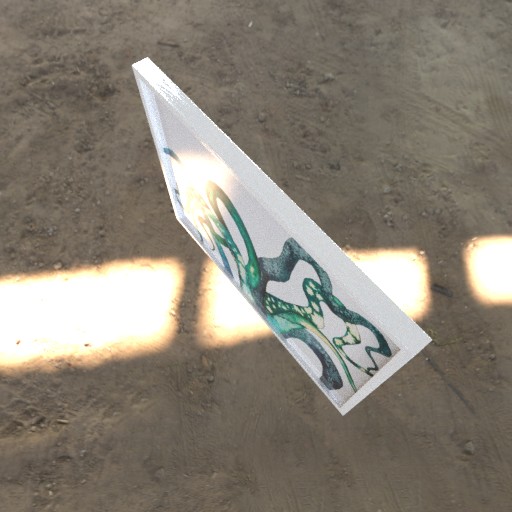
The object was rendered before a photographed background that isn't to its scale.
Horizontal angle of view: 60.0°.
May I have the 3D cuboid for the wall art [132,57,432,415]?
[{"bbox_3d":[0.000,0.000,1.396,0.053,0.787,1.041,-35,68,-17],"label":"wall art"}]
